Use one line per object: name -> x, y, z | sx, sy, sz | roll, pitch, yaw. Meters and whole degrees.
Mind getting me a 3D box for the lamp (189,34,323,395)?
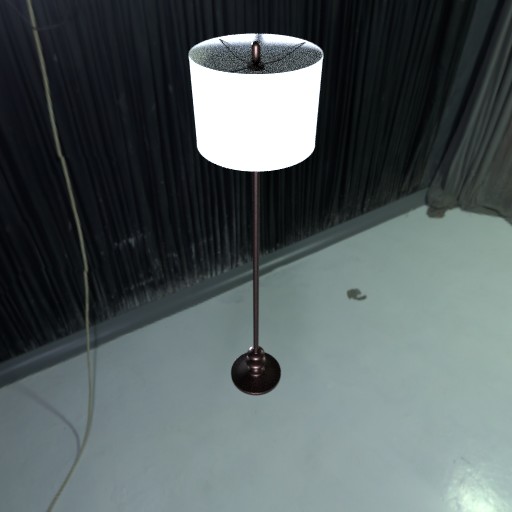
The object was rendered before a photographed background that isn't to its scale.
lamp -> 0.000, 0.000, 1.648 | 0.356, 1.487, 0.356 | -26, 47, -27
